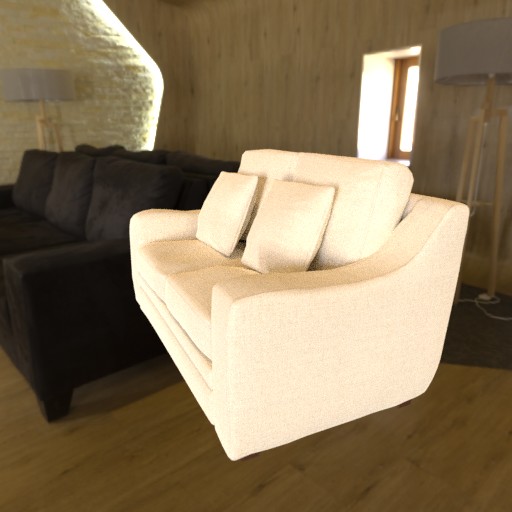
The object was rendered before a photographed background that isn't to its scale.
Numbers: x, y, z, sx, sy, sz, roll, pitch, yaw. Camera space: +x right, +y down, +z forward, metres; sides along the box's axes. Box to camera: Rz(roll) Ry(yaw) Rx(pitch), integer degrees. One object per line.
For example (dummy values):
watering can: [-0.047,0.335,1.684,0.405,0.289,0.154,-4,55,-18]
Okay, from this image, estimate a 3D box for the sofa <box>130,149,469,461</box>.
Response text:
sofa: [0.000,0.000,2.313,1.040,1.047,1.744,-8,18,-24]
